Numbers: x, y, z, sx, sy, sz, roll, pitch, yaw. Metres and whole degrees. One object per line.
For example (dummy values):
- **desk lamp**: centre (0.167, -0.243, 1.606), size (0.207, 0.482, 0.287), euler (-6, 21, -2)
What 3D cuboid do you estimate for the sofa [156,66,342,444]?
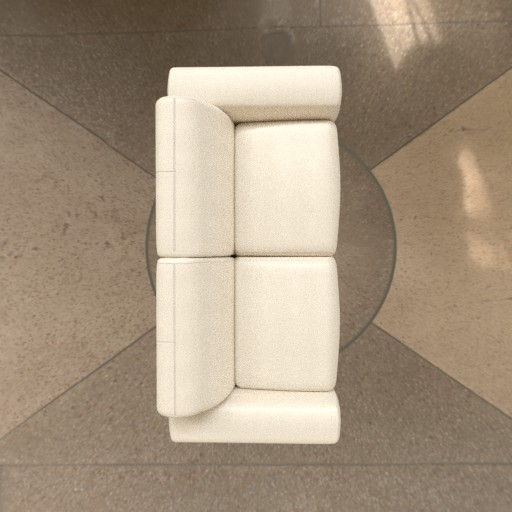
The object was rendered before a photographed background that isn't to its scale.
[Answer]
- **sofa**: centre (0.000, 0.000, 2.369), size (0.900, 0.772, 1.901), euler (0, 91, 2)
